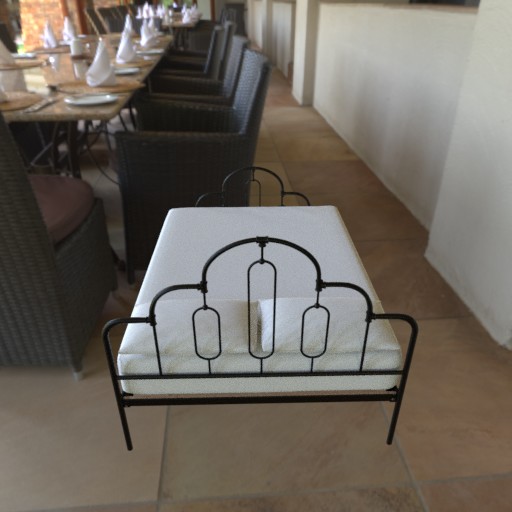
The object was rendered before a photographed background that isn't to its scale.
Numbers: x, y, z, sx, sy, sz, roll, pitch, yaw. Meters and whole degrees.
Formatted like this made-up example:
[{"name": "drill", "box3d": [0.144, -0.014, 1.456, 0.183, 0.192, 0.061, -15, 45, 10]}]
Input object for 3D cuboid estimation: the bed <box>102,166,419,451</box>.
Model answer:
[{"name": "bed", "box3d": [0.000, 0.000, 3.278, 1.626, 1.444, 2.181, -1, 30, -1]}]
